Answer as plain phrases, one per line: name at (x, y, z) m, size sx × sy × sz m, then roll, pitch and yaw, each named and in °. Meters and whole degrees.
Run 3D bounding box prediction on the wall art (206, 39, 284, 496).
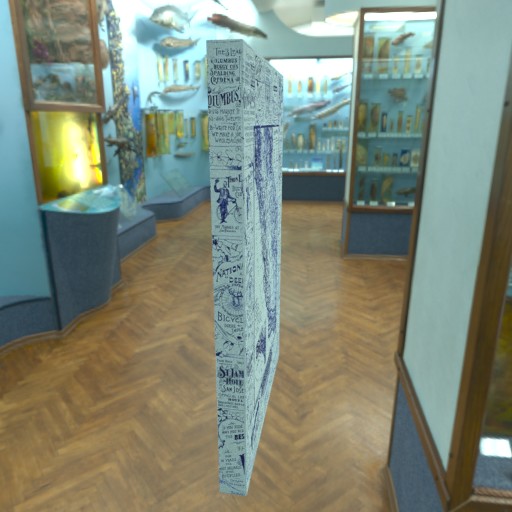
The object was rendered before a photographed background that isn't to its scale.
wall art at (0.000, 0.000, 0.467) m, size 0.025 × 0.376 × 0.255 m, roll 3°, pitch 17°, yaw 9°
